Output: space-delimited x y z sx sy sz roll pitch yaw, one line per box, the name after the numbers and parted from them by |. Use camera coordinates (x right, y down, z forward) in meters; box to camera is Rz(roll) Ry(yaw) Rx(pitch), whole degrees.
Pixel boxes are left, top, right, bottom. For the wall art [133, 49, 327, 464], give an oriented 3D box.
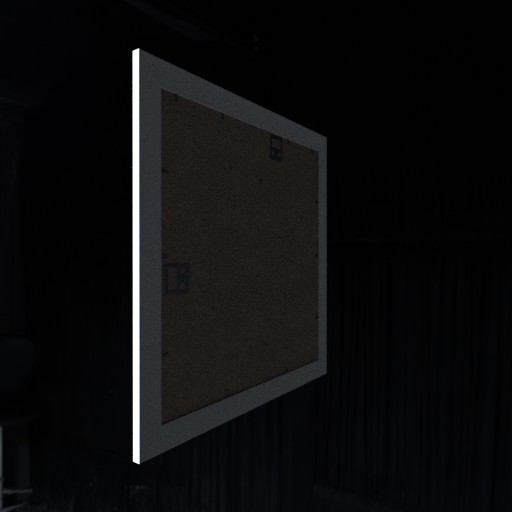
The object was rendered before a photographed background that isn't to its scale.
0.000 0.000 0.868 0.013 0.584 0.584 0 0 36 | wall art
